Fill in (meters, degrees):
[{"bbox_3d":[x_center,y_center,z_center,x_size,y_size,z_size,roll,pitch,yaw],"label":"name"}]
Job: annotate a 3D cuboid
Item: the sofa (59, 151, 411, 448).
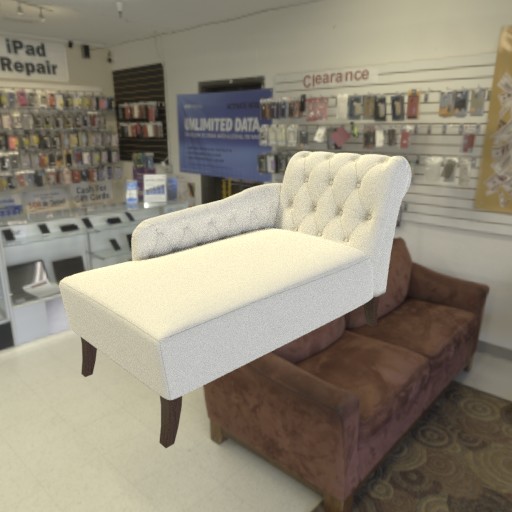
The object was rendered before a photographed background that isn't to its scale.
[{"bbox_3d":[0.000,0.000,1.840,1.379,0.787,0.675,-16,23,-42],"label":"sofa"}]
